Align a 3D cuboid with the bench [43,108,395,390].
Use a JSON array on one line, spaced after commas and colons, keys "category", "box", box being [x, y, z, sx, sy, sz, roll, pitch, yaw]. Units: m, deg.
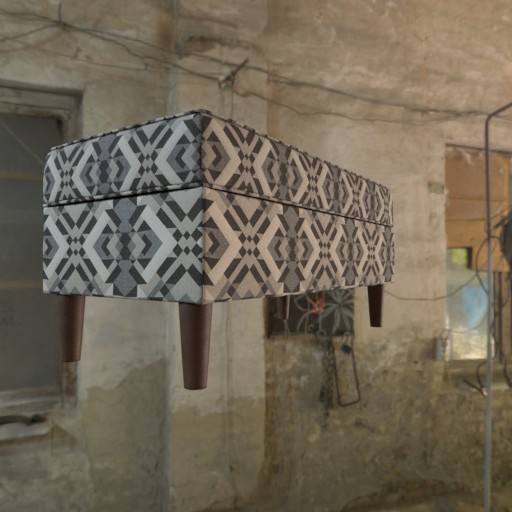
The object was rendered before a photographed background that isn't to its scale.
[{"category": "bench", "box": [0.000, 0.000, 1.264, 0.492, 0.477, 1.016, -1, -1, 35]}]
